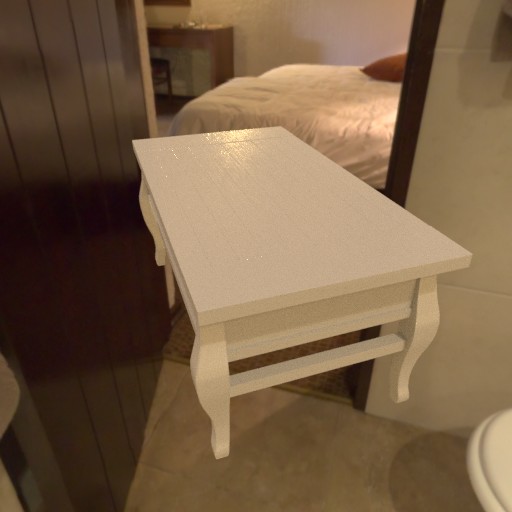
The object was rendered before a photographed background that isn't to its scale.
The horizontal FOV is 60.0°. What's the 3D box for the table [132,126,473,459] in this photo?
[{"bbox_3d":[0.000,0.000,1.394,0.600,0.495,1.062,-10,33,-16],"label":"table"}]
